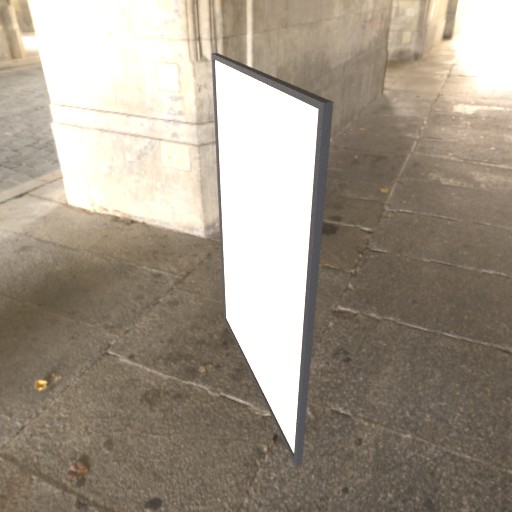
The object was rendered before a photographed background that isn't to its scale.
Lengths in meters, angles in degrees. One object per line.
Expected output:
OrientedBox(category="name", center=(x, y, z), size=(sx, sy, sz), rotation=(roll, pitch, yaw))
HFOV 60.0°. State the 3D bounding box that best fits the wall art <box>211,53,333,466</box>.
OrientedBox(category="wall art", center=(0.000, 0.000, 0.844), size=(0.013, 0.657, 0.457), rotation=(-11, 33, -17))
